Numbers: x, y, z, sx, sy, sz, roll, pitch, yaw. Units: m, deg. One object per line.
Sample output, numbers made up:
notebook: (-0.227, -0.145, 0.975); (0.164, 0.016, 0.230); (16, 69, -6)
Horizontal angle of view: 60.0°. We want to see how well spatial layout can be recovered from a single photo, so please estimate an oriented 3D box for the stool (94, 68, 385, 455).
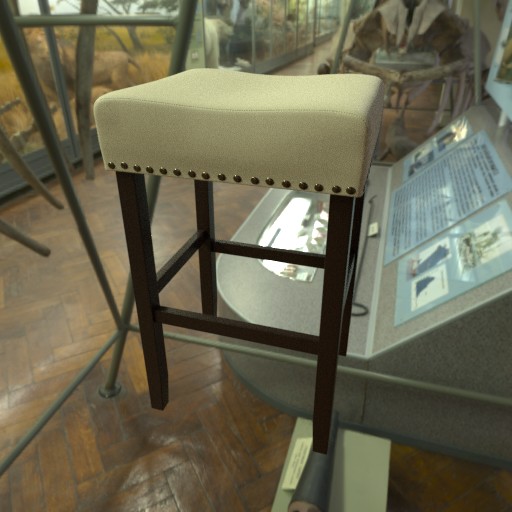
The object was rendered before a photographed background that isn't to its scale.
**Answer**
stool: (0.000, 0.000, 1.032); (0.471, 0.762, 0.401); (9, 30, 15)
